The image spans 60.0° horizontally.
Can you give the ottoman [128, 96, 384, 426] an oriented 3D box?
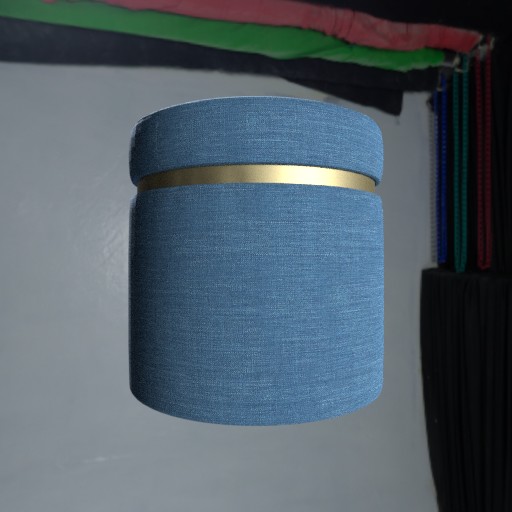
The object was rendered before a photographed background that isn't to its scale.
[{"bbox_3d":[0.000,0.000,0.718,0.398,0.406,0.398,0,0,0],"label":"ottoman"}]
